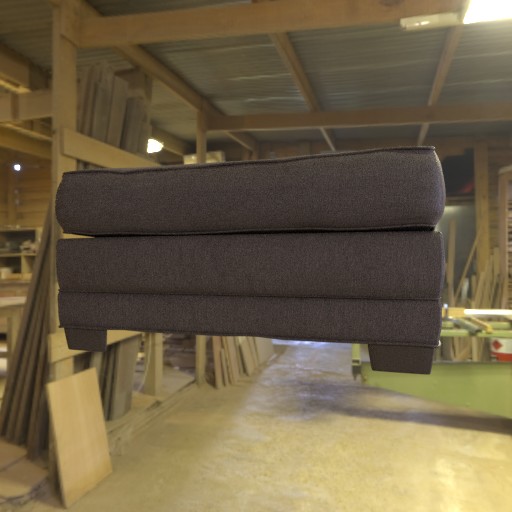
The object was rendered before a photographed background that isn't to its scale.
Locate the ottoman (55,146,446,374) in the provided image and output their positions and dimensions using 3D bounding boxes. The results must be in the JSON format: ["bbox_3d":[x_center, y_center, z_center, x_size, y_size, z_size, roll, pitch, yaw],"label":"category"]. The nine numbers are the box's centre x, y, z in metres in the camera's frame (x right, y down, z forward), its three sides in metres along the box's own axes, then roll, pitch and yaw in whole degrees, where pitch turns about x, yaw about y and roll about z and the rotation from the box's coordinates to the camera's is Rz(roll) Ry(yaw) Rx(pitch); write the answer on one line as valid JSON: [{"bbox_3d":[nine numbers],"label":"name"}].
[{"bbox_3d":[0.000,0.000,1.131,0.864,0.448,0.490,0,-1,17],"label":"ottoman"}]
